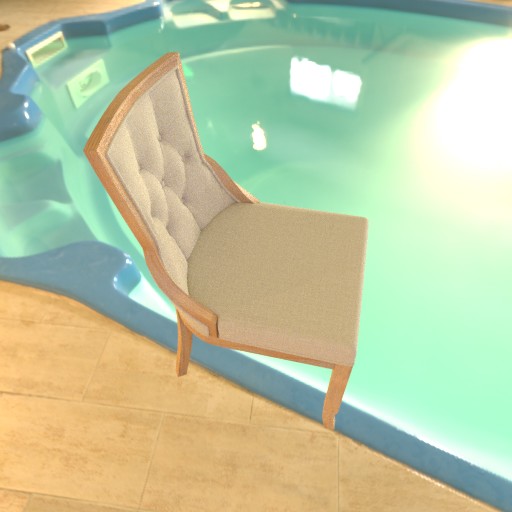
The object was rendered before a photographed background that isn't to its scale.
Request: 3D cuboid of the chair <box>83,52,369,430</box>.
[{"bbox_3d":[0.000,0.000,1.303,0.641,0.947,0.524,10,48,9],"label":"chair"}]
